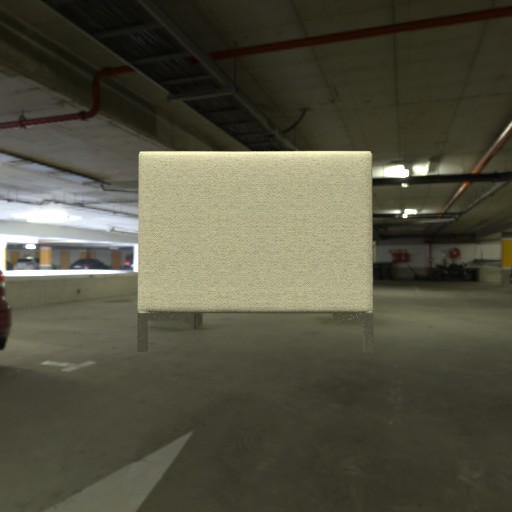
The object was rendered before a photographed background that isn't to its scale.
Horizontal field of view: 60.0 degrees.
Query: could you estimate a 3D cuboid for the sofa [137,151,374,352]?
[{"bbox_3d":[0.000,0.000,2.474,0.797,0.655,2.102,0,-1,0],"label":"sofa"}]
